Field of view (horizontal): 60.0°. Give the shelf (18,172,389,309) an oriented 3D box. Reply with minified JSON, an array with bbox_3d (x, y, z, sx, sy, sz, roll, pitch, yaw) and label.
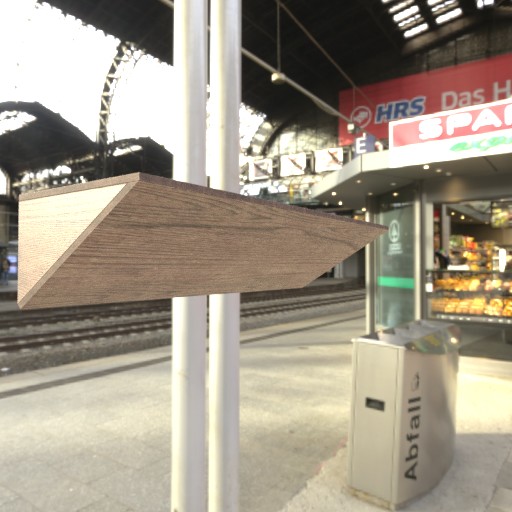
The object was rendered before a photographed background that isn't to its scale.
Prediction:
[{"bbox_3d":[0.000,0.000,0.672,0.200,0.125,0.610,-1,-2,36],"label":"shelf"}]
